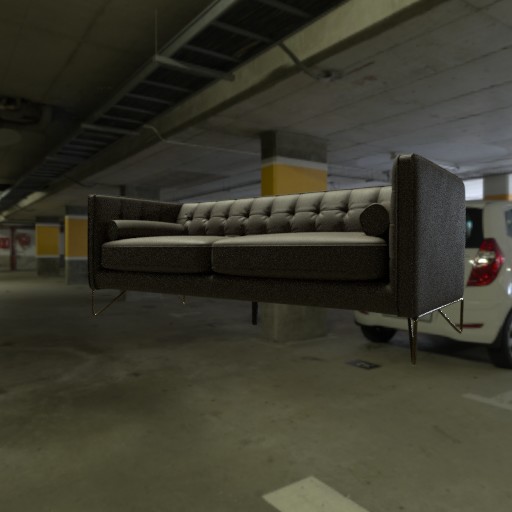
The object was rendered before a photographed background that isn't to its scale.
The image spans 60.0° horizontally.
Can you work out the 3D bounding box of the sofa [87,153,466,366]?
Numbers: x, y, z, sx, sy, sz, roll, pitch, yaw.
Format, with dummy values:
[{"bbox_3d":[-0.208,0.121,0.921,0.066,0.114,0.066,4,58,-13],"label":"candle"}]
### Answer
[{"bbox_3d":[0.000,0.000,2.540,2.087,0.789,0.867,1,1,37],"label":"sofa"}]
